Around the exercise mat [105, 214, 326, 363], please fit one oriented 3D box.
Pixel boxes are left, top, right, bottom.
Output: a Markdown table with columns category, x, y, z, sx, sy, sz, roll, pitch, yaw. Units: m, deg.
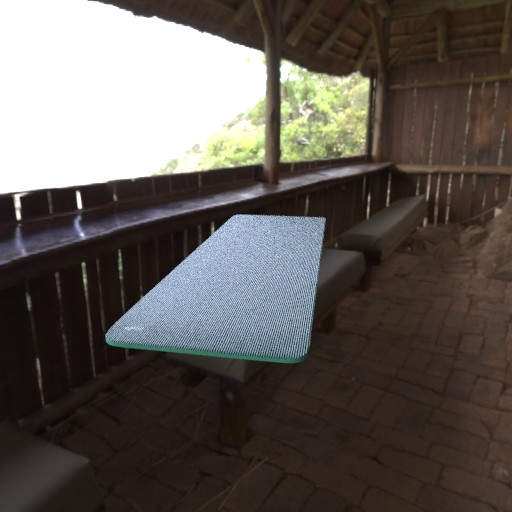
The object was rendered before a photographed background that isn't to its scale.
| category | x | y | z | sx | sy | sz | roll | pitch | yaw |
| --- | --- | --- | --- | --- | --- | --- | --- | --- | --- |
| exercise mat | 0.000 | 0.000 | 2.126 | 0.616 | 0.021 | 1.869 | 3 | 17 | 10 |
